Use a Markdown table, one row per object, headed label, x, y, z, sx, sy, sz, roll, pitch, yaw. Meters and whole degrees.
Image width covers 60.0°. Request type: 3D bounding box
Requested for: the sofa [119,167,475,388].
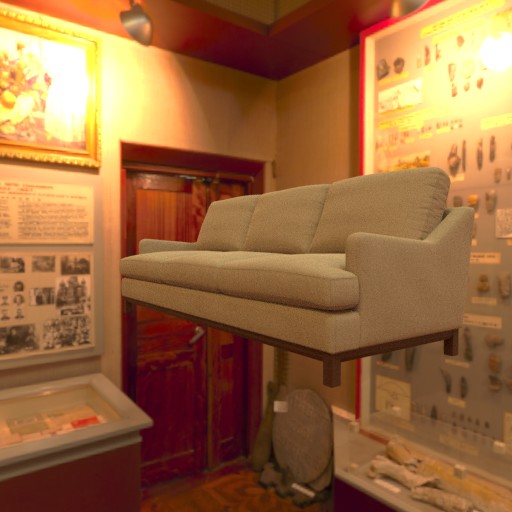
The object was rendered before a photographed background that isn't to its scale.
| label | x | y | z | sx | sy | sz | roll | pitch | yaw |
| --- | --- | --- | --- | --- | --- | --- | --- | --- | --- |
| sofa | 0.000 | 0.000 | 2.805 | 1.000 | 0.913 | 2.321 | -1 | 2 | -35 |
